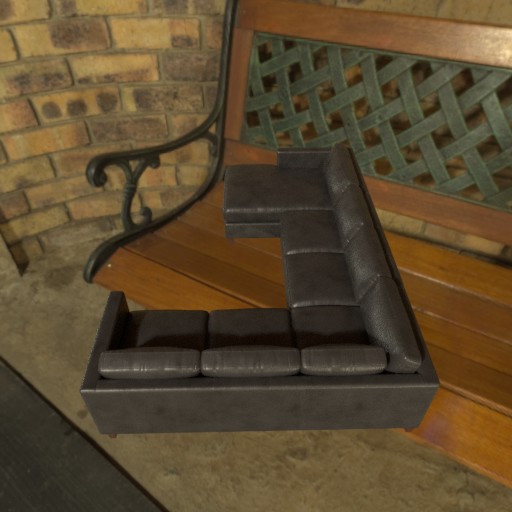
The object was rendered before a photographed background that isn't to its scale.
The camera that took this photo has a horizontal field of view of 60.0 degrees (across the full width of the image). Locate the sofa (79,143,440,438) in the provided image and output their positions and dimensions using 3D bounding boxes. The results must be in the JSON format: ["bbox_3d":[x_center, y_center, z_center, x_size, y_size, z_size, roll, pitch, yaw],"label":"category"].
[{"bbox_3d":[0.000,0.000,4.409,2.452,0.891,3.324,-1,42,-1],"label":"sofa"}]
